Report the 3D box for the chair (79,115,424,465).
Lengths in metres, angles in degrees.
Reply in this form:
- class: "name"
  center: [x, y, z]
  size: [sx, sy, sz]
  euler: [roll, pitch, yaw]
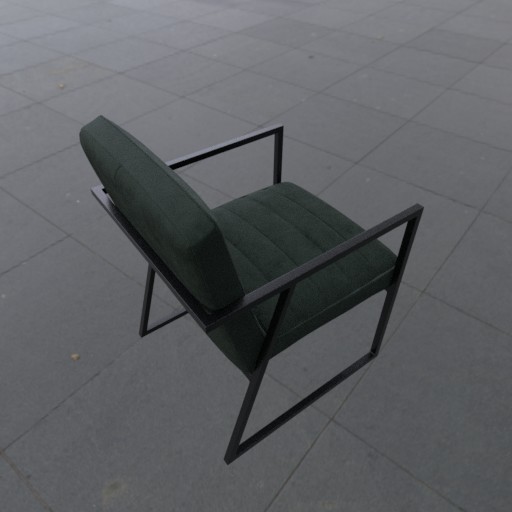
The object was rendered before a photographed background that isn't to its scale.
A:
- class: "chair"
  center: [0.000, 0.000, 1.263]
  size: [0.677, 0.833, 0.571]
  euler: [-26, 48, -26]
